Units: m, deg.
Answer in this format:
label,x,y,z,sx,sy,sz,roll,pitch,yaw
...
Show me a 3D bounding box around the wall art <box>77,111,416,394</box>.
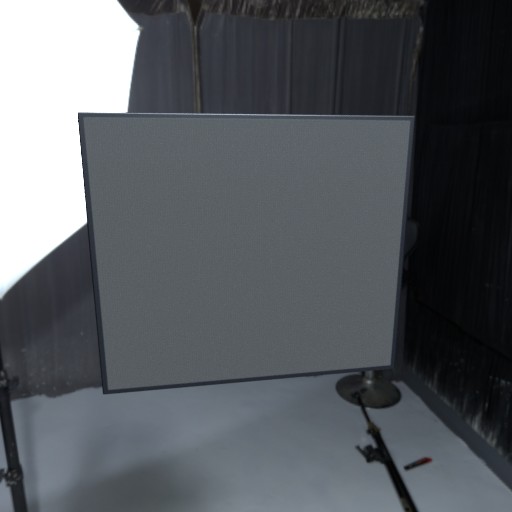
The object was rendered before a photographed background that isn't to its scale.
label,x,y,z,sx,sy,sz,roll,pitch,yaw
wall art,0.000,0.000,0.737,0.521,0.450,0.018,-2,14,-10
